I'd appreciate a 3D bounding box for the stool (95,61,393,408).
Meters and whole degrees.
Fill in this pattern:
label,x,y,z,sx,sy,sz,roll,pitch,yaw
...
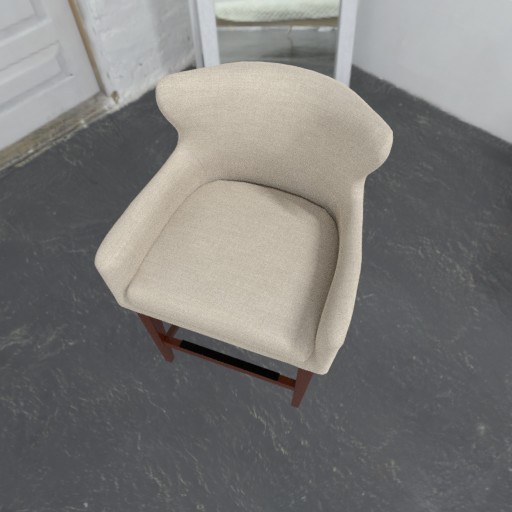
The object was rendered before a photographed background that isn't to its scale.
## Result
label,x,y,z,sx,sy,sz,roll,pitch,yaw
stool,0.000,0.000,1.388,0.615,0.987,0.637,17,60,10
